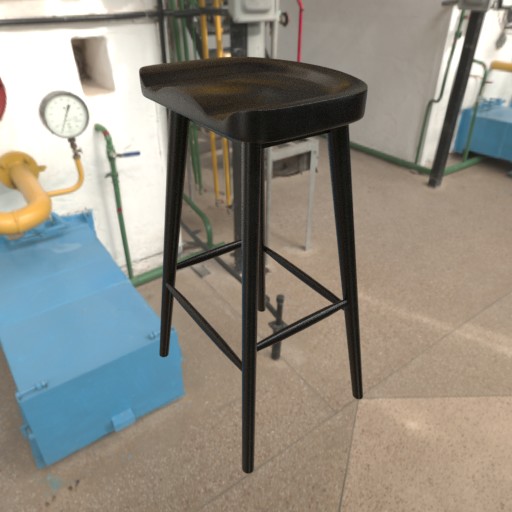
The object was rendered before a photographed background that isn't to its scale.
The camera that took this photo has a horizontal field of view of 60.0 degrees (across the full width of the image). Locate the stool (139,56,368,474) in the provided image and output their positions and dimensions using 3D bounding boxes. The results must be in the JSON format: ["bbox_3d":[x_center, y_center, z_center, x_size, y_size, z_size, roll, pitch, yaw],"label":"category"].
[{"bbox_3d":[0.000,0.000,0.974,0.361,0.749,0.440,-21,38,-29],"label":"stool"}]
